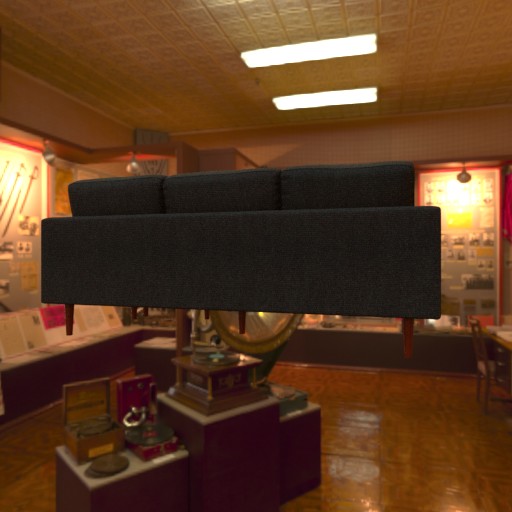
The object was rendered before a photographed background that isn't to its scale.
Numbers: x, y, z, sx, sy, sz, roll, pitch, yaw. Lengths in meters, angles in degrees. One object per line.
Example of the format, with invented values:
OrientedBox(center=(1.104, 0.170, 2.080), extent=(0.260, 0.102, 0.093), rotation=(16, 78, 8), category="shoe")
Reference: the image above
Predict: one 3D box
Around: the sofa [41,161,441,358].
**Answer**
OrientedBox(center=(0.000, 0.000, 3.018), extent=(2.233, 0.956, 1.504), rotation=(0, 0, 17), category="sofa")
